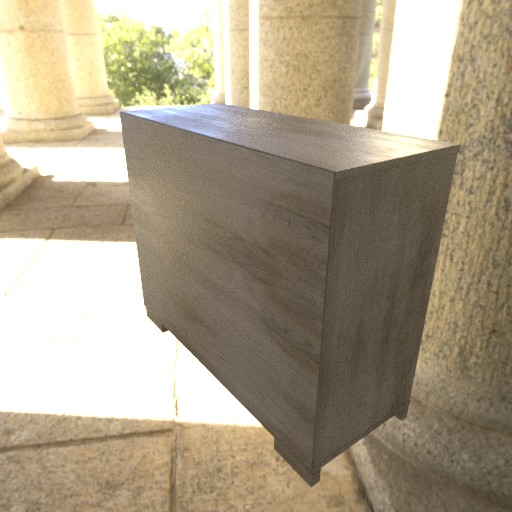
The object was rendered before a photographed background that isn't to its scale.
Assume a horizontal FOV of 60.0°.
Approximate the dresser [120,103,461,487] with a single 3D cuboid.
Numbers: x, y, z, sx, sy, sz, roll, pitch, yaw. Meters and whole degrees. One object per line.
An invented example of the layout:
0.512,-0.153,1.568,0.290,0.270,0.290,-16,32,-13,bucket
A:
0.000,0.000,1.417,0.404,0.816,0.994,-18,31,-33,dresser
